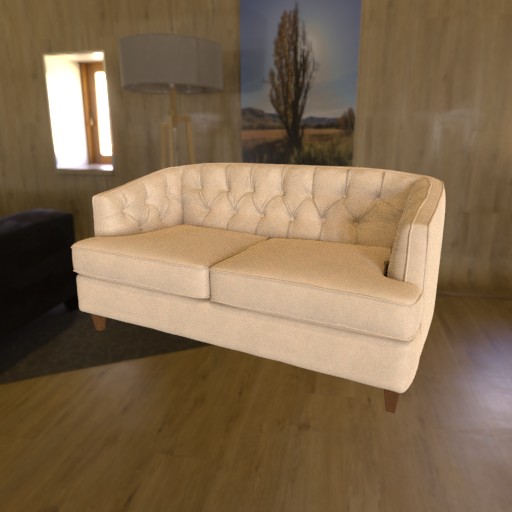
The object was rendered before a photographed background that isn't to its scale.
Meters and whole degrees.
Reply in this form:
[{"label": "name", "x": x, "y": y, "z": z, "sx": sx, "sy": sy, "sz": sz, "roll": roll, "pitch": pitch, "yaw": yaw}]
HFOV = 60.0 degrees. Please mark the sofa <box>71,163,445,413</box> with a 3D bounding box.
[{"label": "sofa", "x": 0.000, "y": 0.000, "z": 2.285, "sx": 1.731, "sy": 0.878, "sz": 0.940, "roll": 8, "pitch": 18, "yaw": 27}]
